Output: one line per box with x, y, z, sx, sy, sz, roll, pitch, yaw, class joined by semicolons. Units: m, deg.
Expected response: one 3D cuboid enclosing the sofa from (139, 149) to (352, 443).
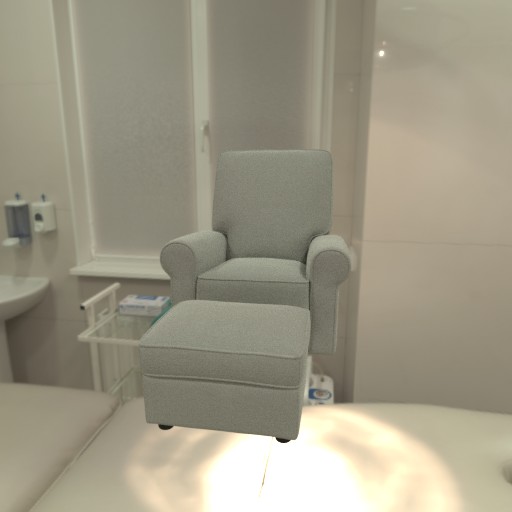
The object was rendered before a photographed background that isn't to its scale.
0.000;0.000;2.083;0.880;0.959;1.478;2;15;10;sofa
